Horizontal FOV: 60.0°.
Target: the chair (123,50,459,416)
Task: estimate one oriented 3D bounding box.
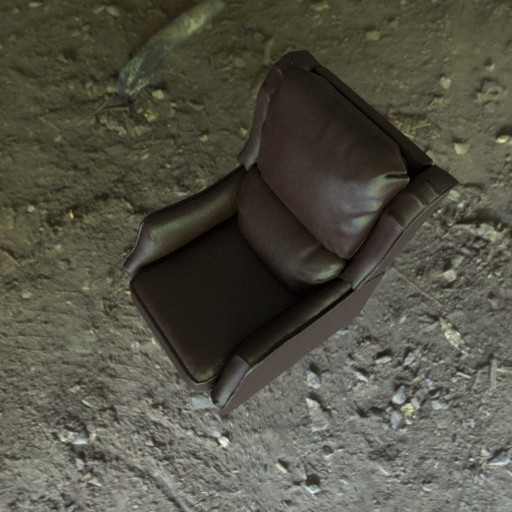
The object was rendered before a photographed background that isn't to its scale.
[{"bbox_3d":[0.000,0.000,1.754,0.982,1.132,0.770,-33,68,-16],"label":"chair"}]
